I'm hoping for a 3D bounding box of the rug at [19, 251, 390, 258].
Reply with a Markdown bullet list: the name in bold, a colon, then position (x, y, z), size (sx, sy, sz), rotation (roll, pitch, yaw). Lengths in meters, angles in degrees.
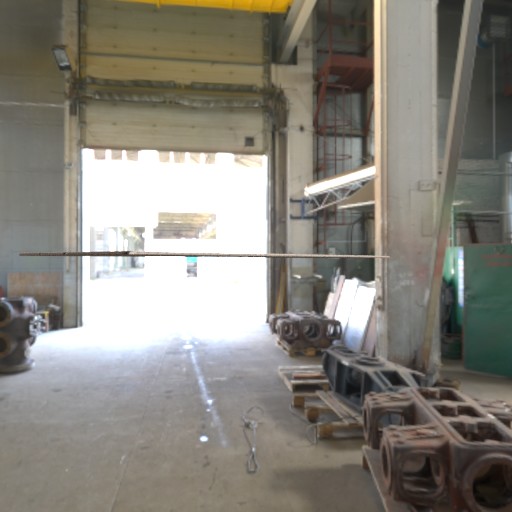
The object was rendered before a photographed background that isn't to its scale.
- **rug**: position (0.000, 0.000, 2.684), size (0.762, 0.012, 2.438), rotation (0, -1, 37)
